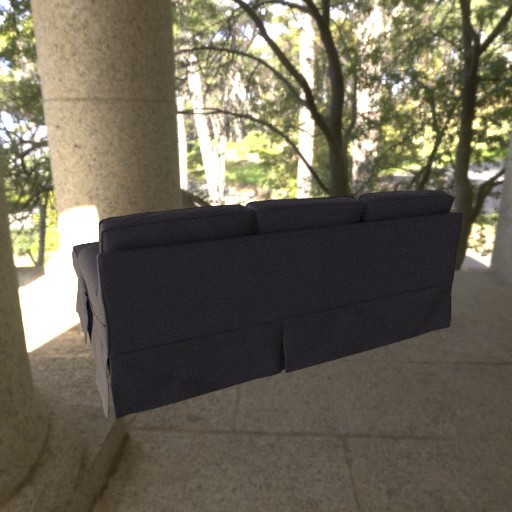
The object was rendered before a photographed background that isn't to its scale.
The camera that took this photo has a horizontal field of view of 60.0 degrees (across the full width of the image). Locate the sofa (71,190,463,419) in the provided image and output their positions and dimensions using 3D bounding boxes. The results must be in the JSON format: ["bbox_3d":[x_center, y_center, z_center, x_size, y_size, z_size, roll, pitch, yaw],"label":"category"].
[{"bbox_3d":[0.000,0.000,3.337,2.518,1.039,1.637,-8,17,-26],"label":"sofa"}]
